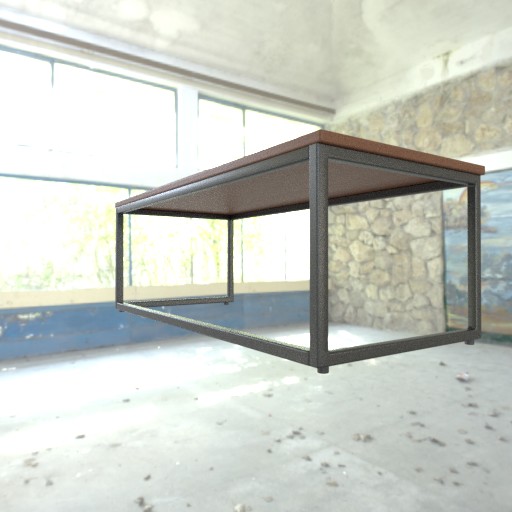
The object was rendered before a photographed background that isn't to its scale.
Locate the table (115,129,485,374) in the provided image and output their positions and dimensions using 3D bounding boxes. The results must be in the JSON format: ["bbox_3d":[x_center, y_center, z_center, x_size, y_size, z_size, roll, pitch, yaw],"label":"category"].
[{"bbox_3d":[0.000,0.000,1.309,0.500,0.400,1.100,0,-1,-34],"label":"table"}]
